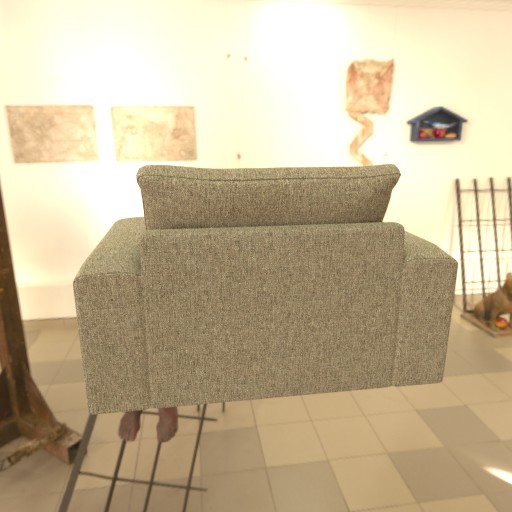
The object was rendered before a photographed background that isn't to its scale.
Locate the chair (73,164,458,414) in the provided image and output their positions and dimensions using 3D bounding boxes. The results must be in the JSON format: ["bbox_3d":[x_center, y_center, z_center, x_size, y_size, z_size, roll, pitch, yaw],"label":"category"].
[{"bbox_3d":[0.000,0.000,2.089,1.398,0.915,1.039,-2,16,-8],"label":"chair"}]
